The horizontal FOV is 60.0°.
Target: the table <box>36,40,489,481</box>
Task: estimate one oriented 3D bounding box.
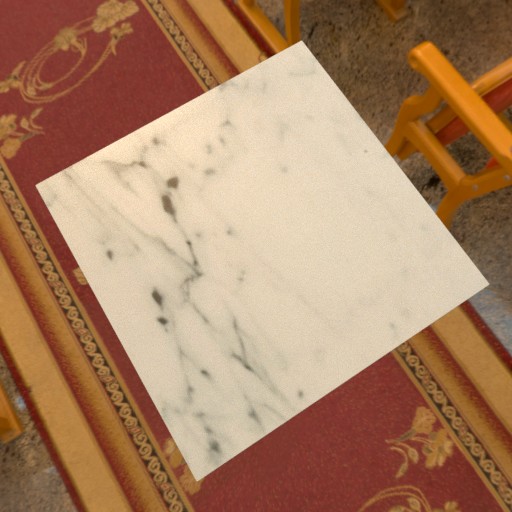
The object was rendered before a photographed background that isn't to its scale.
[{"bbox_3d":[0.000,0.000,1.294,0.800,0.450,0.800,-31,78,-8],"label":"table"}]
